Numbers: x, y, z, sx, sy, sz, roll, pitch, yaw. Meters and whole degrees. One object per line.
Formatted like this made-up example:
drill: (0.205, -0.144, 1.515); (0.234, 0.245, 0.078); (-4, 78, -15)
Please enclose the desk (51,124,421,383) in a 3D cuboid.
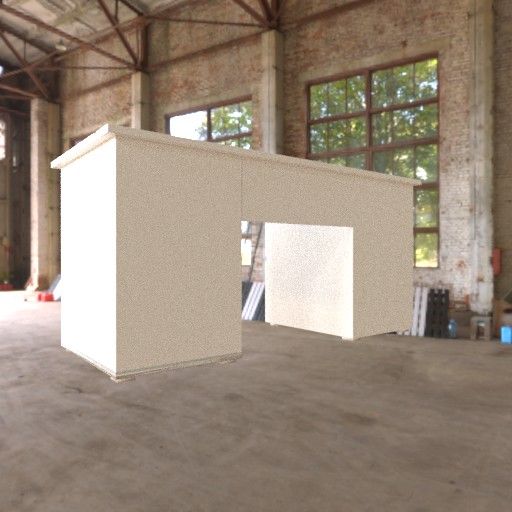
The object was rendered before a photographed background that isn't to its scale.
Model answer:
desk: (0.000, 0.000, 2.013); (1.580, 0.760, 0.670); (0, 0, -37)
